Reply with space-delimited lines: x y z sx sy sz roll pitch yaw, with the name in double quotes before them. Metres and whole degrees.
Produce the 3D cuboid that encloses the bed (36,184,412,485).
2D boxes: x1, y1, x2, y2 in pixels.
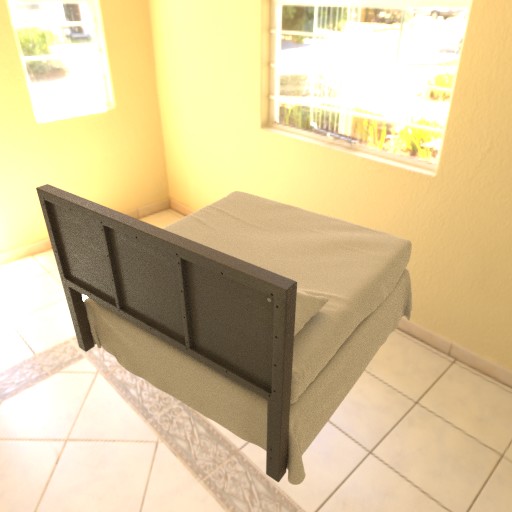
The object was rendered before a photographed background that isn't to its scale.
"bed" 0.000 0.000 2.874 1.772 1.142 1.785 21 37 31
